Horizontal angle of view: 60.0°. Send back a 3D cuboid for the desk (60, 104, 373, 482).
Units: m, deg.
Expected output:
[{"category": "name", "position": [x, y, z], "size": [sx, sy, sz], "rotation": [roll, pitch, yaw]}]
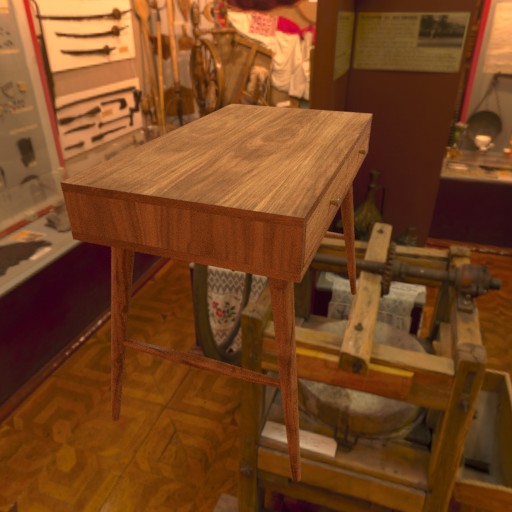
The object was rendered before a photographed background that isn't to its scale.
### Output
[{"category": "desk", "position": [0.000, 0.000, 1.446], "size": [0.588, 0.758, 0.949], "rotation": [10, 31, 17]}]
